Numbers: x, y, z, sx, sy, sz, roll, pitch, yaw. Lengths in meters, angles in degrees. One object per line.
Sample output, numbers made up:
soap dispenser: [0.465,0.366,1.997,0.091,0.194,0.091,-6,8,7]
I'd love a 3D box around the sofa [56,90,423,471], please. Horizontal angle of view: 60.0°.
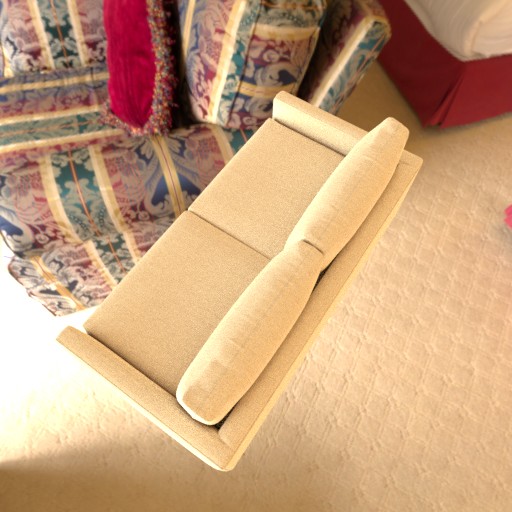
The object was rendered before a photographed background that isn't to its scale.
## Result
sofa: [0.000,0.000,2.057,0.839,0.812,1.651,31,67,15]
